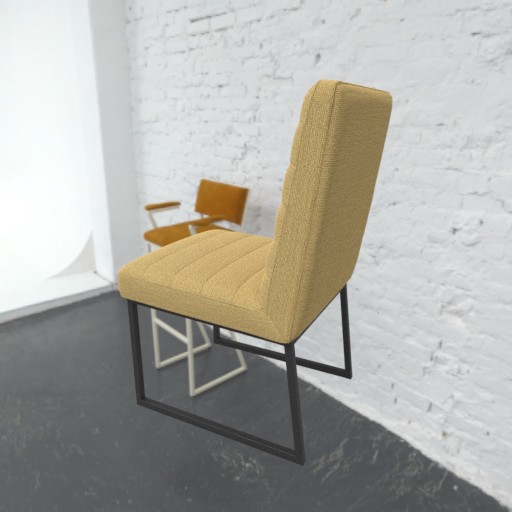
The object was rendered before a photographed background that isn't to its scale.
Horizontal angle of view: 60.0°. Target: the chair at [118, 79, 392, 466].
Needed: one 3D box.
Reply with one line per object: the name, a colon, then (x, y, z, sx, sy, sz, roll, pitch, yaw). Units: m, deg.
chair: (0.000, 0.000, 1.309, 0.634, 0.930, 0.520, 9, 20, 26)
